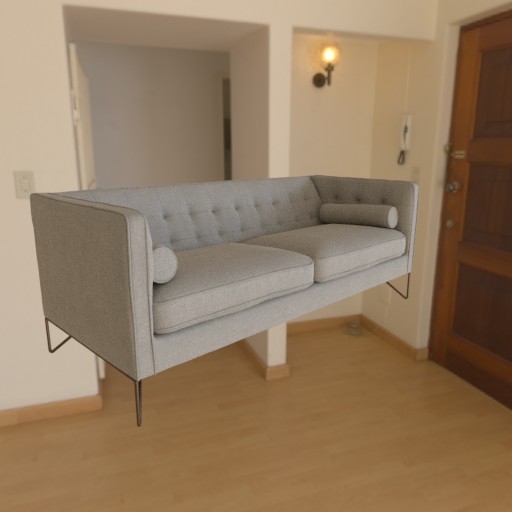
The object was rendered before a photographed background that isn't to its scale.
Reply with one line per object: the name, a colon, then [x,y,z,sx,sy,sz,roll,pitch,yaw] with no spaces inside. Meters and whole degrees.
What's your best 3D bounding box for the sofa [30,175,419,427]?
sofa: [0.000,0.000,2.516,2.079,0.798,0.912,-13,19,-43]
